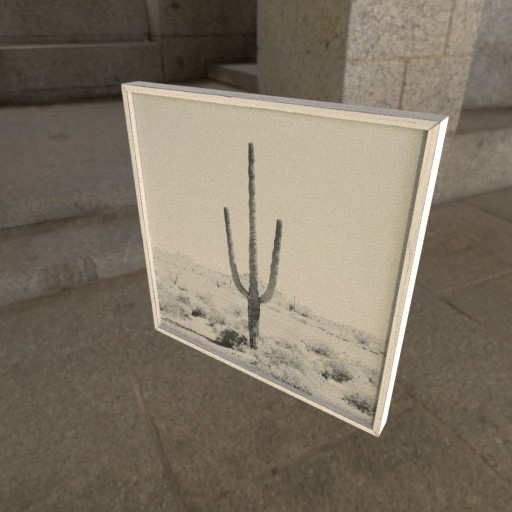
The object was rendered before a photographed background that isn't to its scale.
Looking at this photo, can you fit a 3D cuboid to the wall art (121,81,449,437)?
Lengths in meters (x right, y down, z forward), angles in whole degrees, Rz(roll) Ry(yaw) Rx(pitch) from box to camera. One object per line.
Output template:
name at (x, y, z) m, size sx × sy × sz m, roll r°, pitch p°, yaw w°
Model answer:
wall art at (0.000, 0.000, 0.742) m, size 0.508 × 0.508 × 0.038 m, roll 18°, pitch 34°, yaw 29°
